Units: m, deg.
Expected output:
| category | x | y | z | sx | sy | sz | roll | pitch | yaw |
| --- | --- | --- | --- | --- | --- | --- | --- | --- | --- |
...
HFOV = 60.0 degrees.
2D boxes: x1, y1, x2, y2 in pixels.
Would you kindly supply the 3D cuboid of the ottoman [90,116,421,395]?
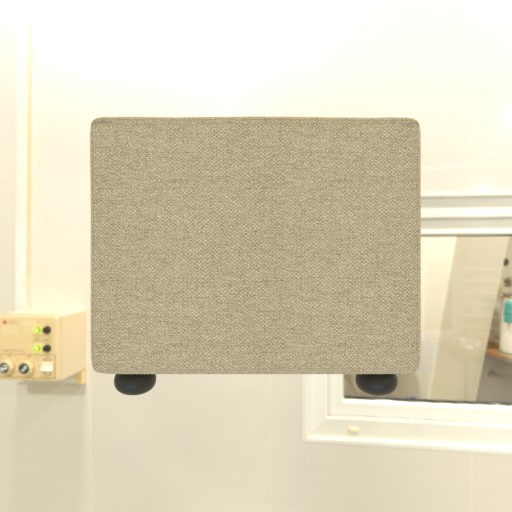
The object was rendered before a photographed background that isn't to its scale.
| category | x | y | z | sx | sy | sz | roll | pitch | yaw |
| --- | --- | --- | --- | --- | --- | --- | --- | --- | --- |
| ottoman | 0.000 | 0.000 | 0.893 | 0.508 | 0.432 | 0.508 | 0 | 0 | 0 |
